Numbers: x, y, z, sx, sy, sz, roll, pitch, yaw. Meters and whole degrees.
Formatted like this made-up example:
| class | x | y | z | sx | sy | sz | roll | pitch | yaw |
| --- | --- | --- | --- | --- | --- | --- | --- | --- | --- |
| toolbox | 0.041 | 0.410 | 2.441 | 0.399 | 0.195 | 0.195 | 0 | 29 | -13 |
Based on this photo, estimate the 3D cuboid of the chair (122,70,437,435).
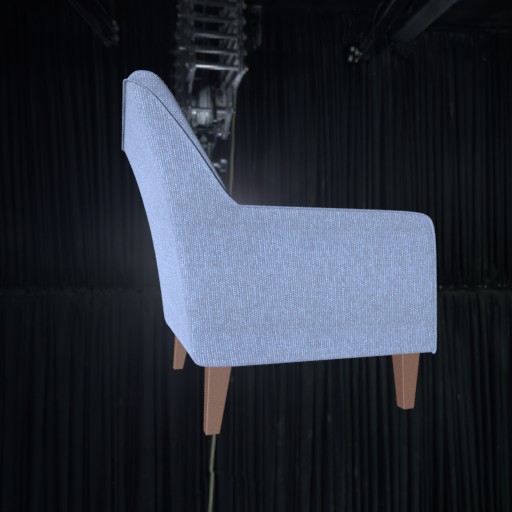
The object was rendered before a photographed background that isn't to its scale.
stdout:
| class | x | y | z | sx | sy | sz | roll | pitch | yaw |
| --- | --- | --- | --- | --- | --- | --- | --- | --- | --- |
| chair | 0.000 | 0.000 | 1.555 | 0.899 | 0.919 | 0.780 | 0 | 0 | -17 |
